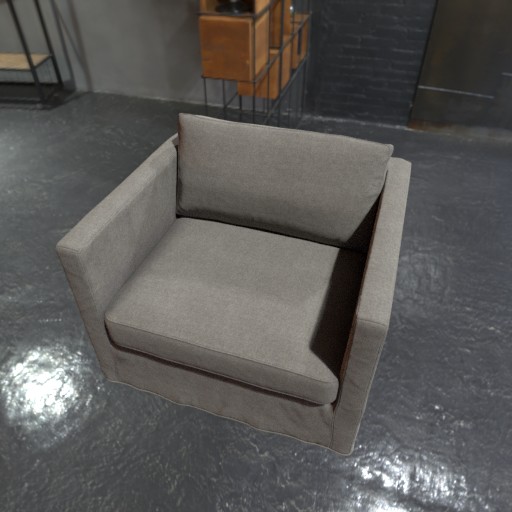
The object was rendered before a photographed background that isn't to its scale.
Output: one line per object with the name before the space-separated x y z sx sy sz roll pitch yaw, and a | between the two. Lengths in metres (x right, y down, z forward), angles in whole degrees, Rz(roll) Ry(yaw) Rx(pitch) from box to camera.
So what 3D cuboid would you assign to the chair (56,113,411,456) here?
chair | 0.000 0.000 1.752 1.057 0.863 0.949 12 42 14
